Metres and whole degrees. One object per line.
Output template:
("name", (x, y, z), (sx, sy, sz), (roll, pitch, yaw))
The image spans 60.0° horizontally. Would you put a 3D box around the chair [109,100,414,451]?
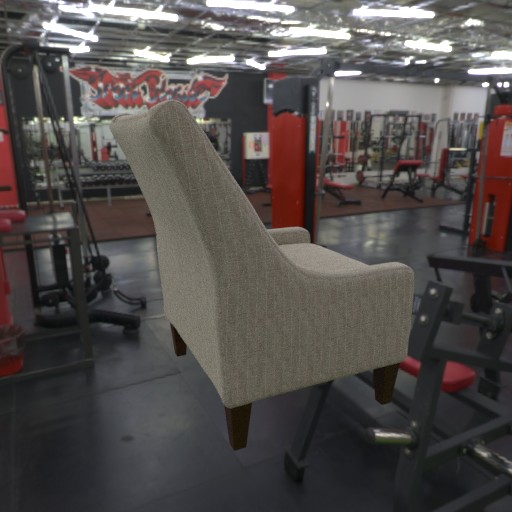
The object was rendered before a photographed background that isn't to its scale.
("chair", (0.000, 0.000, 1.627), (0.870, 1.014, 0.774), (-7, 17, -24))
